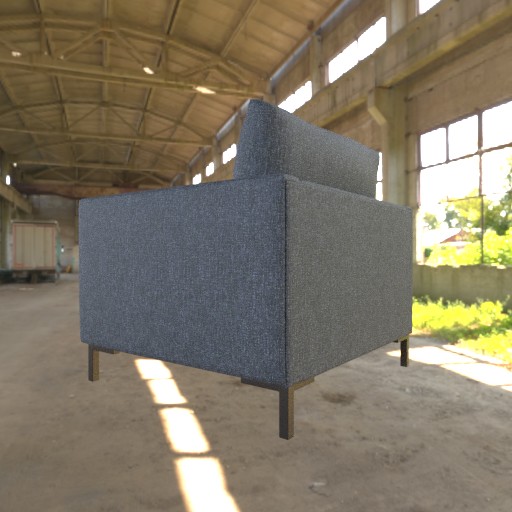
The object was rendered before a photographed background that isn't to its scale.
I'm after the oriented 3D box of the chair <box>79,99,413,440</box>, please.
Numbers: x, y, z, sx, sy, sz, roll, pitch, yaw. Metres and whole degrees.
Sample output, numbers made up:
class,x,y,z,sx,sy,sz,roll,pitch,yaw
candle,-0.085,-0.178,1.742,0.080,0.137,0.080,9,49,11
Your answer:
class,x,y,z,sx,sy,sz,roll,pitch,yaw
chair,0.000,0.000,1.638,0.866,0.861,0.963,0,0,37
